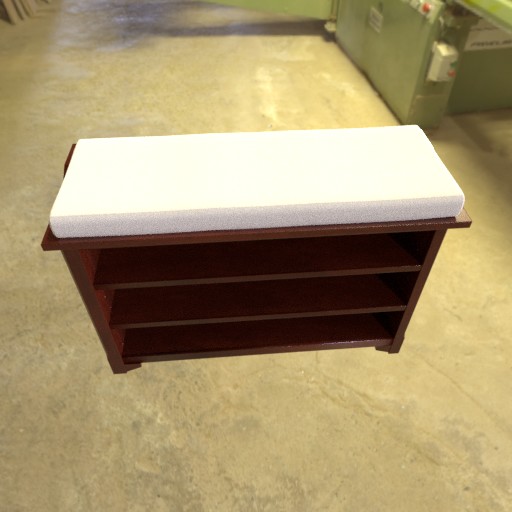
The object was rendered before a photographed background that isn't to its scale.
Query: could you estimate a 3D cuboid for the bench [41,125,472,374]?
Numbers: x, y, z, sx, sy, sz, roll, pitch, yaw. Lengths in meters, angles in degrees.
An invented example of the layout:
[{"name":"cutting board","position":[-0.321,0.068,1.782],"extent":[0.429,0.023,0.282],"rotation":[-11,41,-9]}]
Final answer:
[{"name":"bench","position":[0.000,0.000,1.323],"extent":[0.987,0.646,0.369],"rotation":[-3,45,-3]}]
